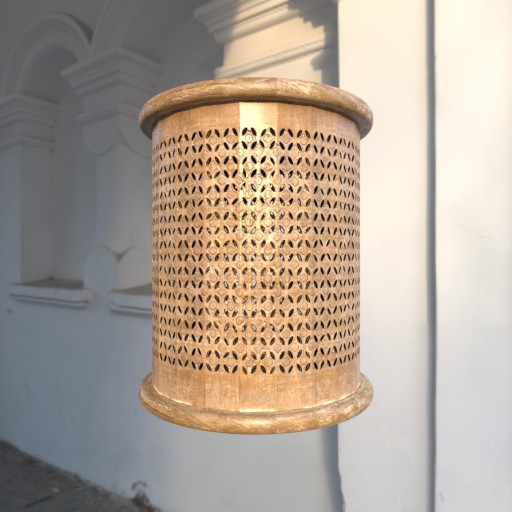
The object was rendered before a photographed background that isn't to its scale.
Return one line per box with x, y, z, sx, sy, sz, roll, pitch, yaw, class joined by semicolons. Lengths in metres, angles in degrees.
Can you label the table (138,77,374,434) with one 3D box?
0.000;0.000;0.794;0.407;0.482;0.407;0;0;0;table
